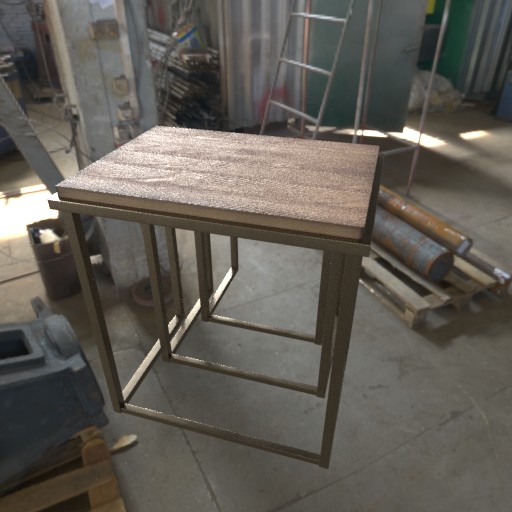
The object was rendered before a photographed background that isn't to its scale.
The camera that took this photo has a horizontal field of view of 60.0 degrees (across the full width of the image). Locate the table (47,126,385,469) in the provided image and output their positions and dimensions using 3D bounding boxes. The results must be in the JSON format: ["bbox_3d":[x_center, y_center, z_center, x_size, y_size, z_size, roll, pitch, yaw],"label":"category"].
[{"bbox_3d":[0.000,0.000,1.150,0.559,0.610,0.706,9,34,14],"label":"table"}]
